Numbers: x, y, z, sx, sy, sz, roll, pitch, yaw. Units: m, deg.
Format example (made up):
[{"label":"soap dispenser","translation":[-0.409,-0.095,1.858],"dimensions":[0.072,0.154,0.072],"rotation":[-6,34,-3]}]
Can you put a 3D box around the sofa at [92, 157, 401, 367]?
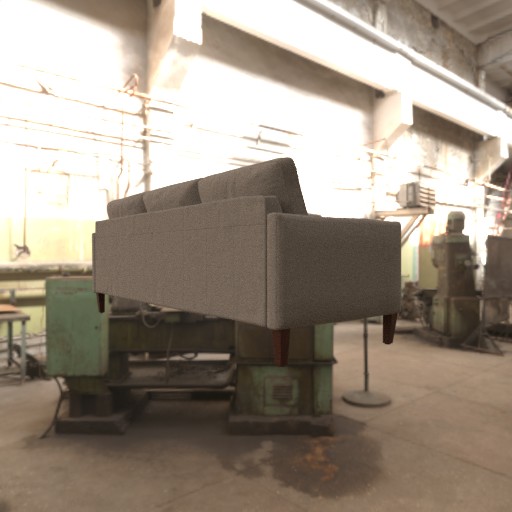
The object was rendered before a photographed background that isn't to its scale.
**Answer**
[{"label":"sofa","translation":[0.000,0.000,3.011],"dimensions":[1.506,0.875,2.178],"rotation":[0,0,-38]}]
